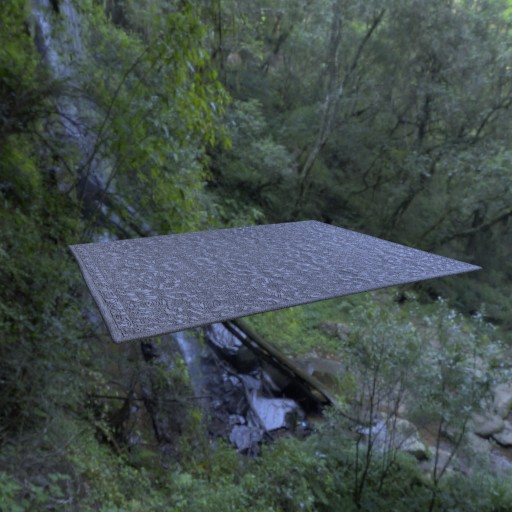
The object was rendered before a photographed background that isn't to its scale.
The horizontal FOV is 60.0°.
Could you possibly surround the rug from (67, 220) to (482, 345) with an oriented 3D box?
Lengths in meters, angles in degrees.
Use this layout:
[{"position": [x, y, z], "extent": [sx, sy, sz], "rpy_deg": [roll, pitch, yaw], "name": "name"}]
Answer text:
[{"position": [0.000, 0.000, 4.091], "extent": [3.017, 0.035, 2.472], "rpy_deg": [-8, 17, -27], "name": "rug"}]
